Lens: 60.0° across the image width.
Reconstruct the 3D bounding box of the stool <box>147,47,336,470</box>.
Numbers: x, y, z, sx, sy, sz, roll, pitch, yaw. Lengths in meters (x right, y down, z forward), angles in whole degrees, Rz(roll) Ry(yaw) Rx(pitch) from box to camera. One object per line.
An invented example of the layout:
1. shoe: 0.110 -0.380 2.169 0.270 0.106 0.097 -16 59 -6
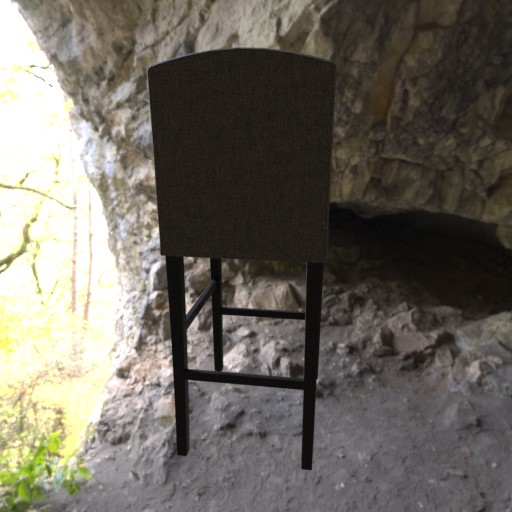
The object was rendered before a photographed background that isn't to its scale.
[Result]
1. stool: 0.000 0.000 1.412 0.451 1.138 0.552 2 16 8
